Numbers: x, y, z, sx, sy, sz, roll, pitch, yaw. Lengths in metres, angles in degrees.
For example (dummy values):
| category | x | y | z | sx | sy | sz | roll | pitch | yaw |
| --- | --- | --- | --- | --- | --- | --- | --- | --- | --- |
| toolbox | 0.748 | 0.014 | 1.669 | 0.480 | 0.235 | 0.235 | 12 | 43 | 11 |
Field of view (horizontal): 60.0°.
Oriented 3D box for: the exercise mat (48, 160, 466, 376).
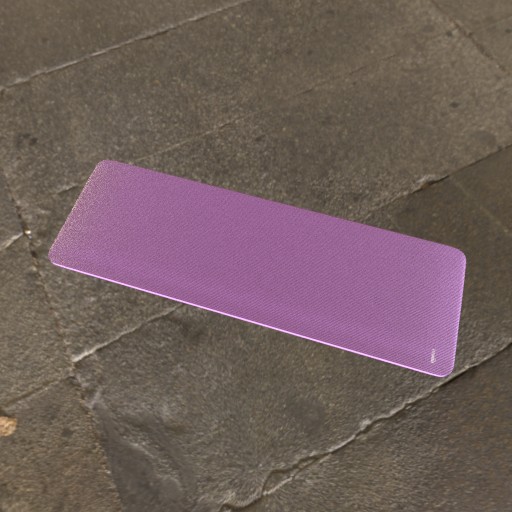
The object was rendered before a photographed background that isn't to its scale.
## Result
| category | x | y | z | sx | sy | sz | roll | pitch | yaw |
| --- | --- | --- | --- | --- | --- | --- | --- | --- | --- |
| exercise mat | 0.000 | 0.000 | 2.056 | 1.869 | 0.021 | 0.616 | 15 | 65 | 7 |
